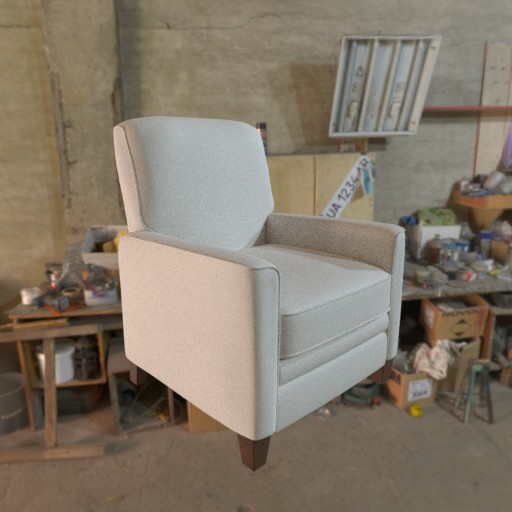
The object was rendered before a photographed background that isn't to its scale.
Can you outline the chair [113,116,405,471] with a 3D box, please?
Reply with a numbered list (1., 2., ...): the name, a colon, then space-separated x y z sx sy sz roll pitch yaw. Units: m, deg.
1. chair: 0.000 0.000 1.672 0.841 1.028 0.858 -13 19 -42
